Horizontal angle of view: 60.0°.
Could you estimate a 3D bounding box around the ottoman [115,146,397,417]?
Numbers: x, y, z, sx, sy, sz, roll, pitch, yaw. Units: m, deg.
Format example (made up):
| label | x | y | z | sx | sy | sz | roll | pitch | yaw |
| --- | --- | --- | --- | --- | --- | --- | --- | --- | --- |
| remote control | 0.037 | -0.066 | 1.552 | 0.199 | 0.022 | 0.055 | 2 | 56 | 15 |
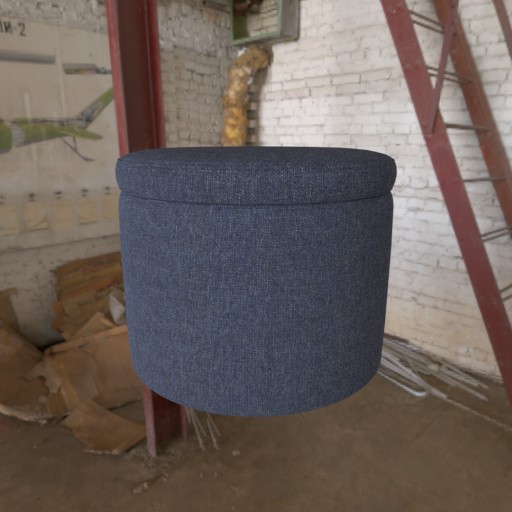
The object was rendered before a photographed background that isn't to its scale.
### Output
| label | x | y | z | sx | sy | sz | roll | pitch | yaw |
| --- | --- | --- | --- | --- | --- | --- | --- | --- | --- |
| ottoman | 0.000 | 0.000 | 0.897 | 0.520 | 0.430 | 0.520 | 0 | 15 | 0 |
